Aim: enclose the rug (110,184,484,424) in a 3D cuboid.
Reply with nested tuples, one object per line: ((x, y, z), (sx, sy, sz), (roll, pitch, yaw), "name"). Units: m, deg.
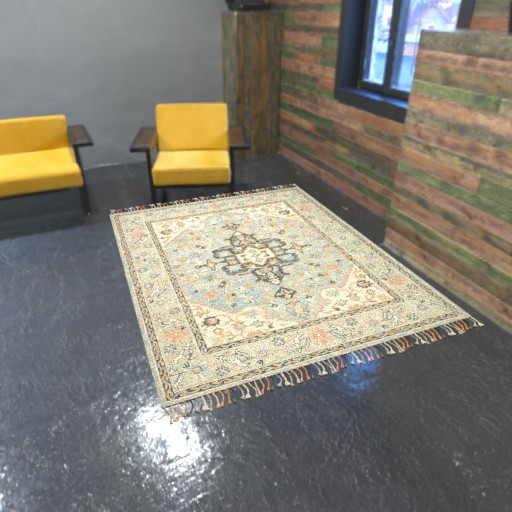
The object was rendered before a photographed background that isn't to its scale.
((0.000, 0.000, 2.250), (1.278, 0.009, 1.730), (-11, 32, -19), "rug")
